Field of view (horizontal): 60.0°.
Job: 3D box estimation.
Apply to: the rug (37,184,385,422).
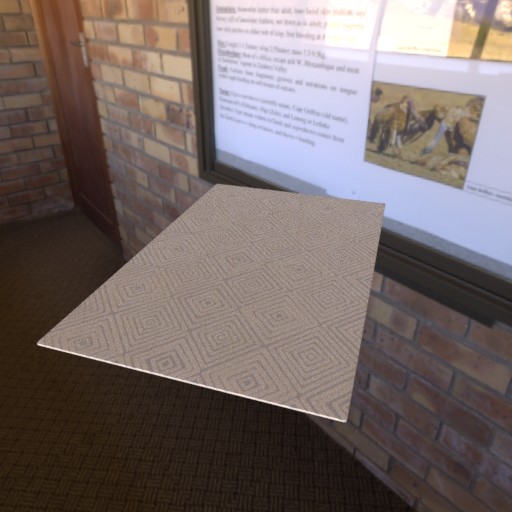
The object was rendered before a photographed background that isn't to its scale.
[{"bbox_3d":[0.000,0.000,2.215,1.143,0.008,1.753,9,31,16],"label":"rug"}]
